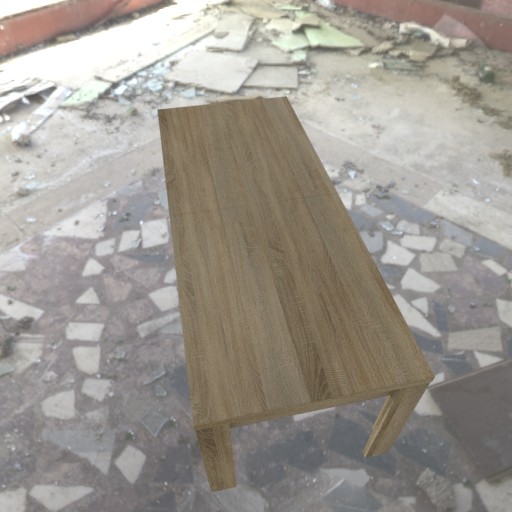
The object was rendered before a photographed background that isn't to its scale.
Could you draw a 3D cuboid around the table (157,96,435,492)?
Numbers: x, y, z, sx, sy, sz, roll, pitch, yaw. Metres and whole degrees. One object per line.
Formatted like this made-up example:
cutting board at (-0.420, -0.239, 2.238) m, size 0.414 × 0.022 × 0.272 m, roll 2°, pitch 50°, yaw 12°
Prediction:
table at (0.000, 0.000, 2.607) m, size 0.900 × 0.790 × 2.200 m, roll -9°, pitch 48°, yaw -8°
